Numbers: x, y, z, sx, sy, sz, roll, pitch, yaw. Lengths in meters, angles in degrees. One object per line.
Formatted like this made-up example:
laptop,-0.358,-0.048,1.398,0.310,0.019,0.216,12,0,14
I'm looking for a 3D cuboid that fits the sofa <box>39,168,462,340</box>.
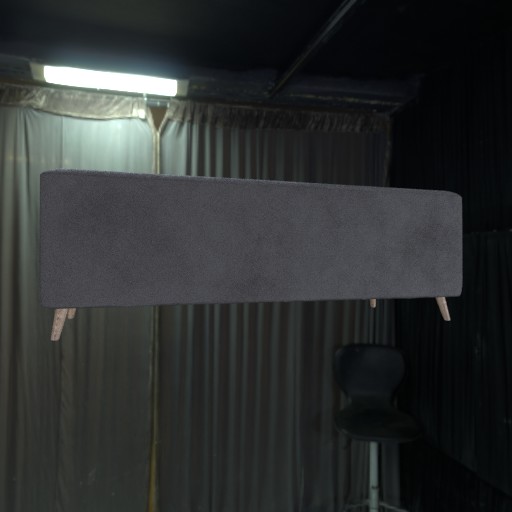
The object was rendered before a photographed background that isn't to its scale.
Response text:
sofa,0.000,0.000,2.598,2.190,0.740,0.900,0,-1,-18
